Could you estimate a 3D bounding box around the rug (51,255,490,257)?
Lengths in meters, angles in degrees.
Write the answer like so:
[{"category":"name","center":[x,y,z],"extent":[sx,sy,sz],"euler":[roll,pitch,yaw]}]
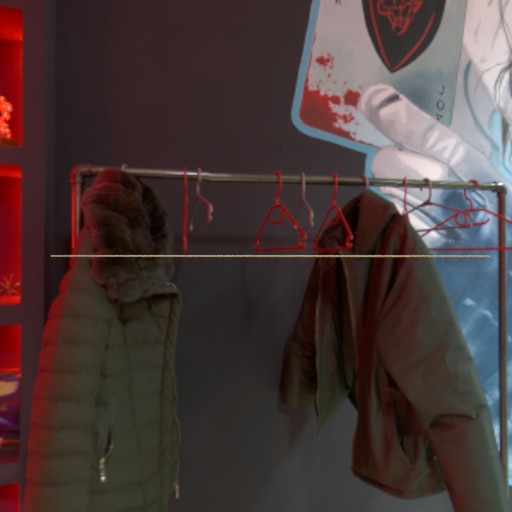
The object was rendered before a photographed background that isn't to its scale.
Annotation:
[{"category":"rug","center":[0.000,0.000,2.697],"extent":[2.437,0.006,0.686],"euler":[0,0,17]}]
